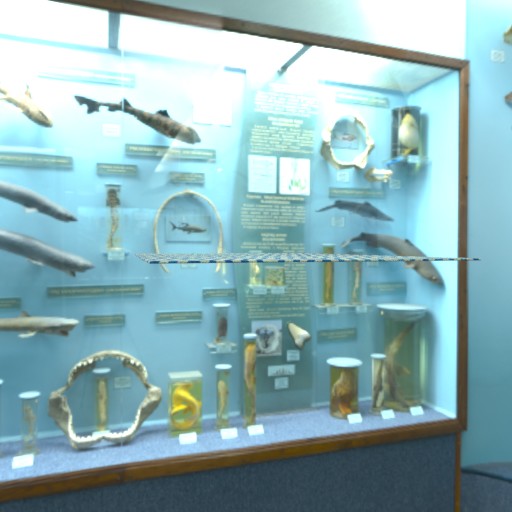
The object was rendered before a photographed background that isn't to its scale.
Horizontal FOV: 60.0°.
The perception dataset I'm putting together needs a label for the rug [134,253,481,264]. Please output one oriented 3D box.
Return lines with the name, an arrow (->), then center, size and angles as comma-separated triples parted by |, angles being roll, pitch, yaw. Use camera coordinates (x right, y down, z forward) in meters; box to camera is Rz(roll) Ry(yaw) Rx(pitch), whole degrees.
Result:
rug -> 0.000, 0.000, 2.372 | 1.225, 0.008, 1.830 | 0, 1, -17
